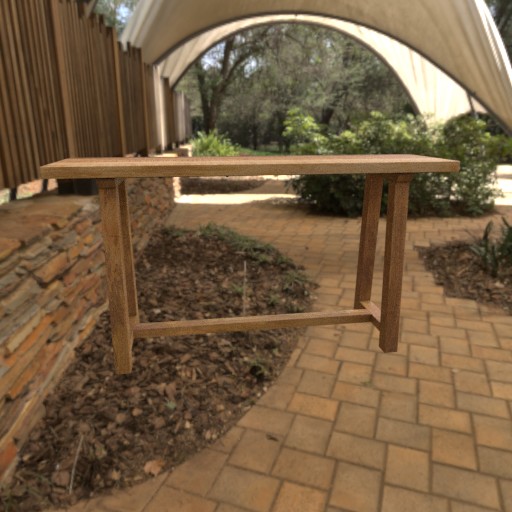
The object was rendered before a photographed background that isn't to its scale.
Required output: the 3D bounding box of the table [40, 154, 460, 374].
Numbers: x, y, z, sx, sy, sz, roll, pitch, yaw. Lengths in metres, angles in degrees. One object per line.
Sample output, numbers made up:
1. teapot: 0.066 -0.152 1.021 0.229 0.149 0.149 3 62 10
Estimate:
1. table: 0.000 0.000 1.898 1.524 0.810 0.405 -3 17 -8
